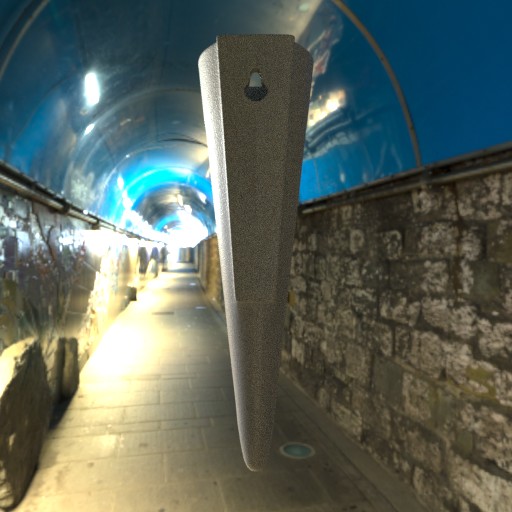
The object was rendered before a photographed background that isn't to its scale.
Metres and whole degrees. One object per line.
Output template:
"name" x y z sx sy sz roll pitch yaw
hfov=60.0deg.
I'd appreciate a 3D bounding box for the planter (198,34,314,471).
"planter" 0.000 0.000 0.223 0.057 0.191 0.064 0 0 0
